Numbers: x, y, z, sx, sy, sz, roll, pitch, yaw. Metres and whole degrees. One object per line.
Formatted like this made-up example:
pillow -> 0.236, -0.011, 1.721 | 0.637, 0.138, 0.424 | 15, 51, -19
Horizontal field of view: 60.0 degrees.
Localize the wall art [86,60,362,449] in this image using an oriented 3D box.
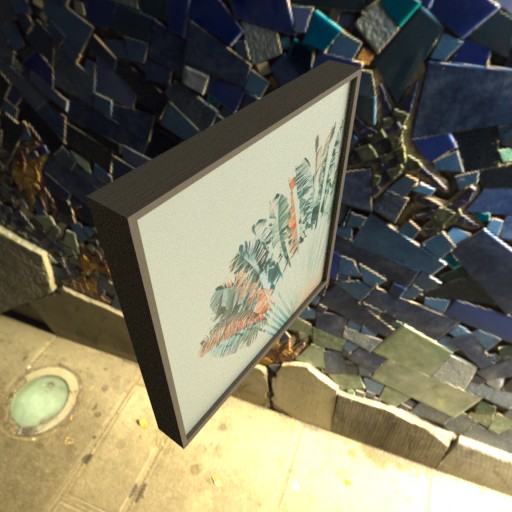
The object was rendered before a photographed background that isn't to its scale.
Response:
wall art -> 0.000, 0.000, 0.460 | 0.038, 0.303, 0.304 | 26, 49, 26
